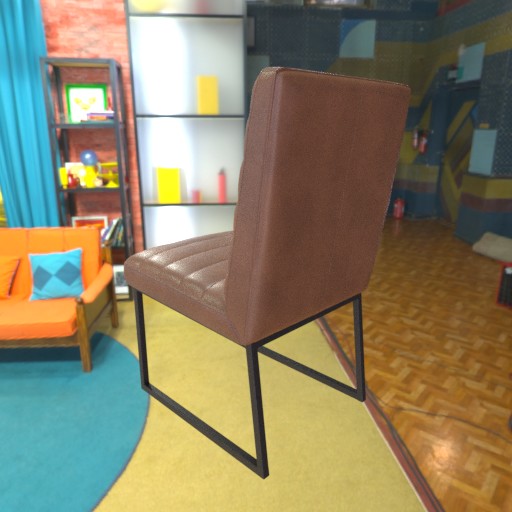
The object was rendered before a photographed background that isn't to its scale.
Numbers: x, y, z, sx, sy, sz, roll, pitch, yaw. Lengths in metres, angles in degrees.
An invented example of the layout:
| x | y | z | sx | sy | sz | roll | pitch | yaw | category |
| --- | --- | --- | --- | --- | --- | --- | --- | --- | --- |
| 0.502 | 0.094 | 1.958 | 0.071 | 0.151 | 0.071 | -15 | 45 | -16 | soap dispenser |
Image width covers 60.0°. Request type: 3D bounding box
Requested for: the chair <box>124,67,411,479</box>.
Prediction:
| x | y | z | sx | sy | sz | roll | pitch | yaw | category |
| --- | --- | --- | --- | --- | --- | --- | --- | --- | --- |
| 0.000 | 0.000 | 1.274 | 0.634 | 0.930 | 0.520 | 16 | 22 | 43 | chair |
